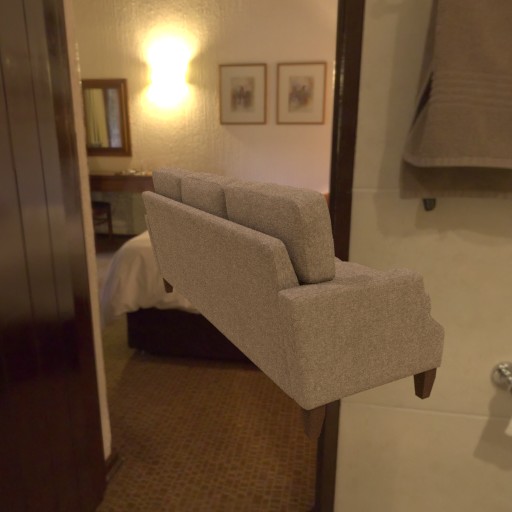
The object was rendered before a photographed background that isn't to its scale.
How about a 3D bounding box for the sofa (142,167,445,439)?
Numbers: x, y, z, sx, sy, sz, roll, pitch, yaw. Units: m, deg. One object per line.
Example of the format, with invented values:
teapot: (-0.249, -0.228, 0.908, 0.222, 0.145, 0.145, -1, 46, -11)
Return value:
sofa: (0.000, 0.000, 2.658, 0.888, 0.984, 2.115, -7, 16, -26)
